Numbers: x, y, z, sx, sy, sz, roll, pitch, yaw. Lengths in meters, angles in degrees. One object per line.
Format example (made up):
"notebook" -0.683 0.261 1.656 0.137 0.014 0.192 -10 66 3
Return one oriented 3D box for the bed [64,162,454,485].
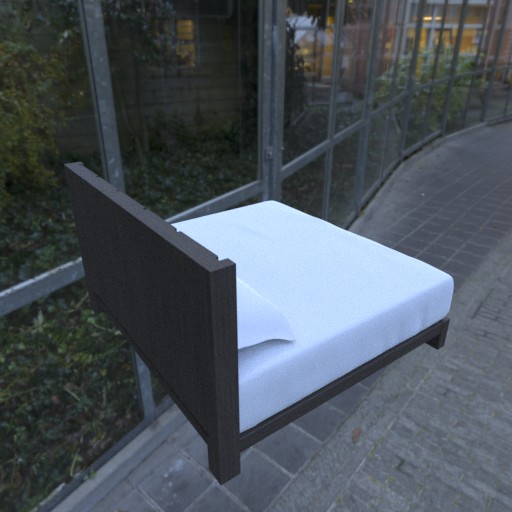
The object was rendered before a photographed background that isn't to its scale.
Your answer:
"bed" 0.000 0.000 3.356 2.012 1.270 2.134 -18 31 -32
